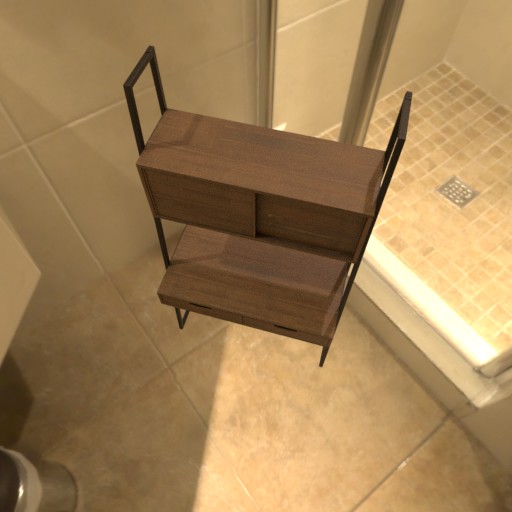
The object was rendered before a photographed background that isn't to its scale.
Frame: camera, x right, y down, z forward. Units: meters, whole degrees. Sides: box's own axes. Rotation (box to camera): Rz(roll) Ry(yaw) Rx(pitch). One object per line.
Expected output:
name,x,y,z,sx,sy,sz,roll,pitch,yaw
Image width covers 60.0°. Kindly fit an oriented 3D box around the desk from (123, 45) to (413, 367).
desk,0.000,0.000,2.240,0.982,1.809,0.515,14,60,8
